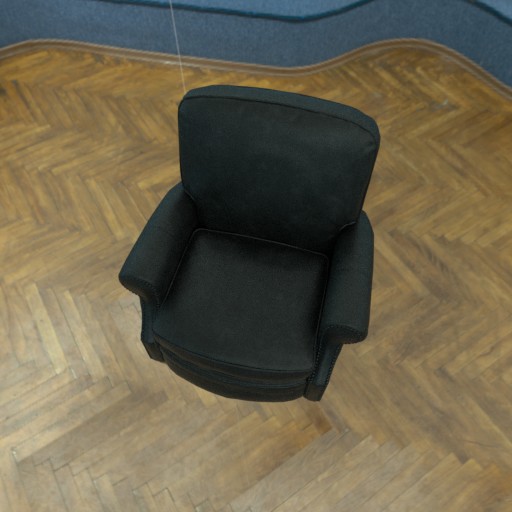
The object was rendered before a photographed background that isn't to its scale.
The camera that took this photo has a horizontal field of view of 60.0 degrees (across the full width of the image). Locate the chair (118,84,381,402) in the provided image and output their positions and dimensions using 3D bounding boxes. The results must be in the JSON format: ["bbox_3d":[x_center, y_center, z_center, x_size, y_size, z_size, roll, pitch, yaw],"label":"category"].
[{"bbox_3d":[0.000,0.000,1.796,0.936,1.018,0.986,12,59,7],"label":"chair"}]
